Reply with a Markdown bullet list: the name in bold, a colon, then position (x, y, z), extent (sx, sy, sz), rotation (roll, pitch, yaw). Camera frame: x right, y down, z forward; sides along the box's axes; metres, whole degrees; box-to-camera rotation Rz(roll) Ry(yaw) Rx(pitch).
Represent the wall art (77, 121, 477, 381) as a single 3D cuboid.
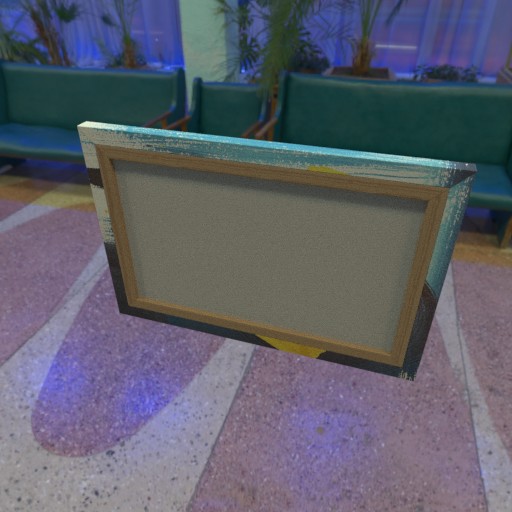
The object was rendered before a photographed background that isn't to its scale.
- **wall art**: position (0.000, 0.000, 1.161), extent (0.914, 0.610, 0.039), rotation (10, 35, 15)
